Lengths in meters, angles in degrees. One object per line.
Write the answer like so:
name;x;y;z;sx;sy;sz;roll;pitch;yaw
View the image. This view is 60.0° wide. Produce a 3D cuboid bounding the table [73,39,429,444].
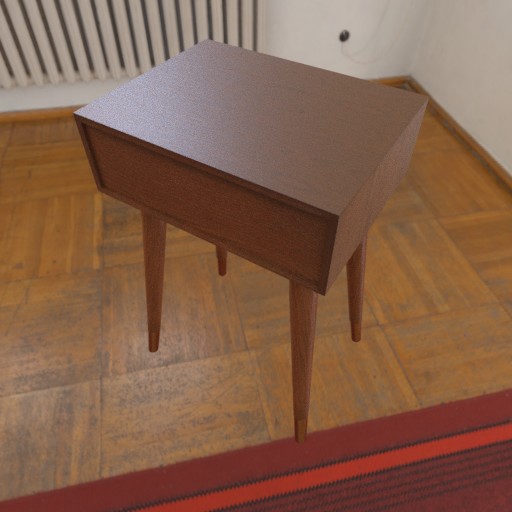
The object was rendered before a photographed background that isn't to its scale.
table;0.000;0.000;0.816;0.406;0.599;0.300;25;51;21
